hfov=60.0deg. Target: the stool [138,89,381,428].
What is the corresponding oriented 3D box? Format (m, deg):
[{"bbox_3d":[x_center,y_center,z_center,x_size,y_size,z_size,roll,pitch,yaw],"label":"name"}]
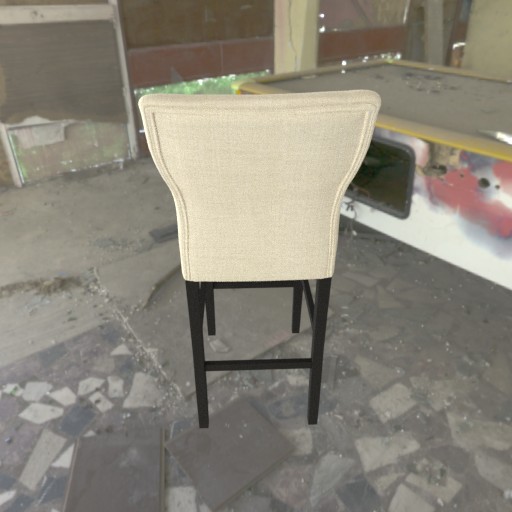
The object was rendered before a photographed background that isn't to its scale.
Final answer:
[{"bbox_3d":[0.000,0.000,1.437,0.516,1.124,0.603,-1,32,-2],"label":"stool"}]
